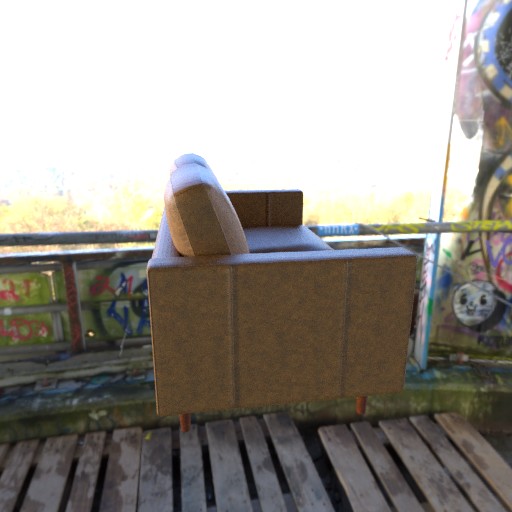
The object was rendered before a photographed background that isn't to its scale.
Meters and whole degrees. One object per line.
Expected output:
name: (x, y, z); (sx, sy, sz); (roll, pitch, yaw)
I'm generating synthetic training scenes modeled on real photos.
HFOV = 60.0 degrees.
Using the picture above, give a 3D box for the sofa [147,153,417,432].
sofa: (0.000, 0.000, 2.191); (0.909, 0.951, 1.578); (-3, 17, -9)
